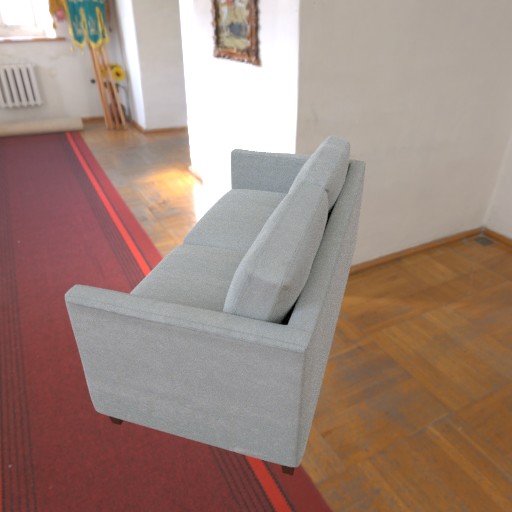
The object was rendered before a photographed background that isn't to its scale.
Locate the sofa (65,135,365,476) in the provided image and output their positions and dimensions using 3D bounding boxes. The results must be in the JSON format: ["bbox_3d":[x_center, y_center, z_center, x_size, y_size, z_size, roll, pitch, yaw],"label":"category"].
[{"bbox_3d":[0.000,0.000,2.400,0.950,0.963,1.884,9,32,15],"label":"sofa"}]
